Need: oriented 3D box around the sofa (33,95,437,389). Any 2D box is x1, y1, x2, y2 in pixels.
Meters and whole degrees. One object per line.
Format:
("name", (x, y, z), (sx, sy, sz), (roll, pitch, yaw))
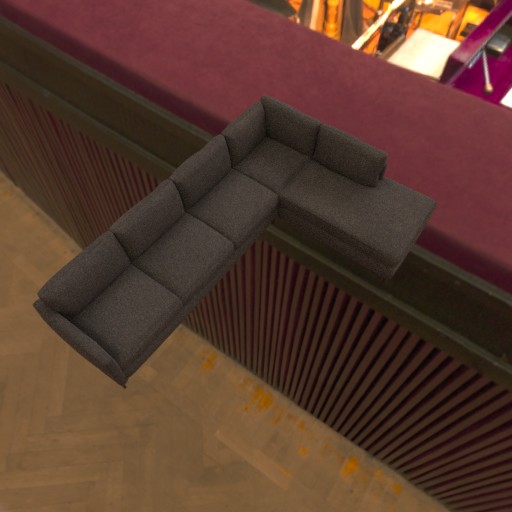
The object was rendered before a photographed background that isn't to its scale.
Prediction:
("sofa", (0.000, 0.000, 3.750), (2.007, 0.815, 2.949), (32, 63, 19))
